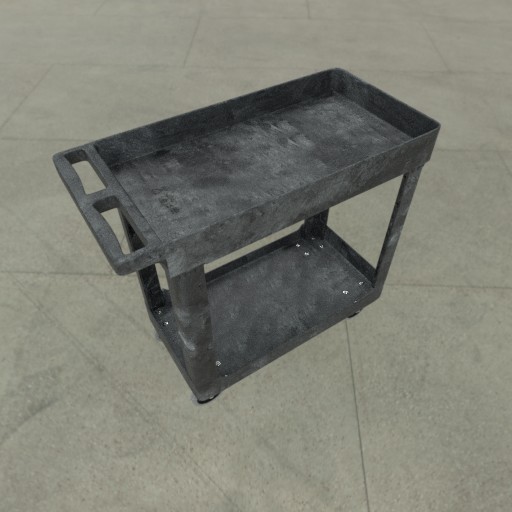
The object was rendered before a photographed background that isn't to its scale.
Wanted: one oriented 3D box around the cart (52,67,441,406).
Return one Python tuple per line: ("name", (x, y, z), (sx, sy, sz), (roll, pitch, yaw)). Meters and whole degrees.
("cart", (0.000, 0.000, 1.374), (0.877, 0.824, 0.420), (-25, 52, -22))
